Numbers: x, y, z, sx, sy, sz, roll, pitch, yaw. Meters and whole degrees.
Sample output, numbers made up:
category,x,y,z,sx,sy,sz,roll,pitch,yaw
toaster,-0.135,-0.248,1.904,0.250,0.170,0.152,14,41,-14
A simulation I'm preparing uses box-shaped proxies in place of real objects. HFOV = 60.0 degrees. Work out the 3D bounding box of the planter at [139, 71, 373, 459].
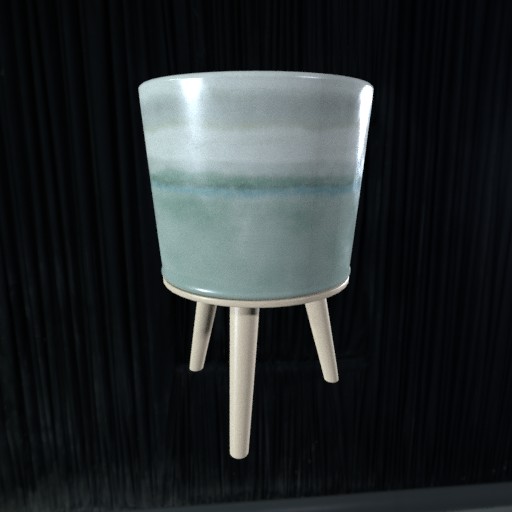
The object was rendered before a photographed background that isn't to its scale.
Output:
category,x,y,z,sx,sy,sz,roll,pitch,yaw
planter,0.000,0.000,0.565,0.265,0.404,0.265,-2,15,-8
